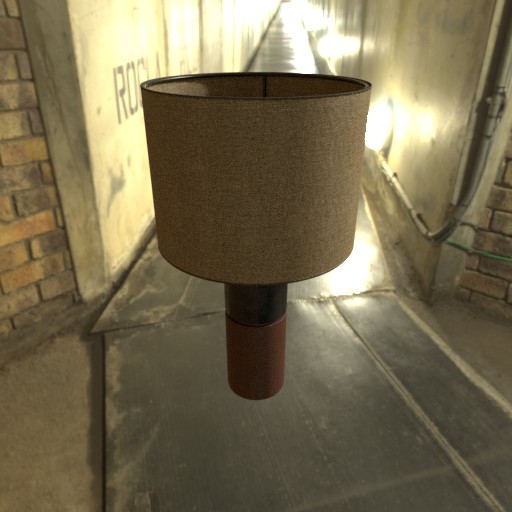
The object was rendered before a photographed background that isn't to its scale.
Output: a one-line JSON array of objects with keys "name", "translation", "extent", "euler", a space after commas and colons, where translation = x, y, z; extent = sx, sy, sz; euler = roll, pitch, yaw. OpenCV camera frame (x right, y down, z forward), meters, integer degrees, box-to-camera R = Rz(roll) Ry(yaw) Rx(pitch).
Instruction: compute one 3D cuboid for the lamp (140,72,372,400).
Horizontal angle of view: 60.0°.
[{"name": "lamp", "translation": [0.000, 0.000, 0.476], "extent": [0.202, 0.350, 0.202], "euler": [0, 27, 0]}]
